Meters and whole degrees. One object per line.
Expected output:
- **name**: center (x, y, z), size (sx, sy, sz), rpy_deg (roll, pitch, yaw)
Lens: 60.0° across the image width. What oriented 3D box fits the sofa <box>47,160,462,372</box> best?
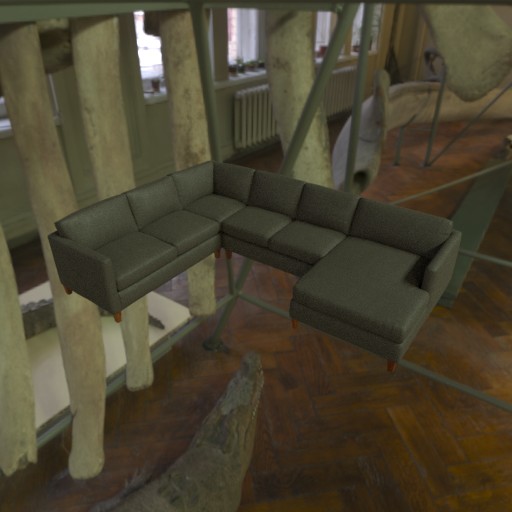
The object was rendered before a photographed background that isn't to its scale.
- **sofa**: center (0.000, 0.000, 4.664), size (3.460, 0.961, 2.594), rpy_deg (20, 36, 30)
